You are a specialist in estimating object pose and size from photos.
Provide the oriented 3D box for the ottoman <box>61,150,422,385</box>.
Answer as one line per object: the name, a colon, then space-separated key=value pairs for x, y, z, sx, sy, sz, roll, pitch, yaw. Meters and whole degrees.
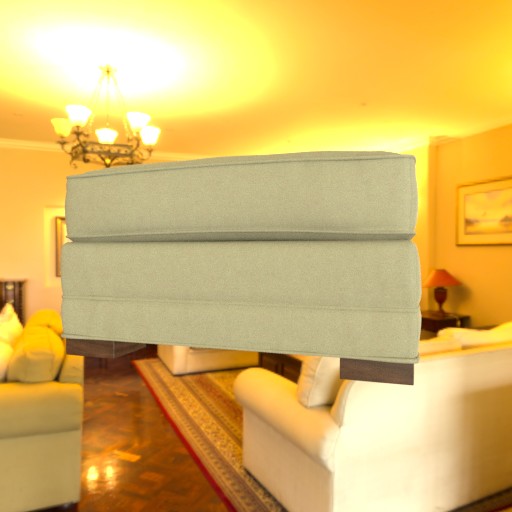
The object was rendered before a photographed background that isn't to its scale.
ottoman: x=0.000 y=0.000 z=1.228 sx=0.848 sy=0.482 sz=0.611 roll=0 pitch=1 yaw=18
